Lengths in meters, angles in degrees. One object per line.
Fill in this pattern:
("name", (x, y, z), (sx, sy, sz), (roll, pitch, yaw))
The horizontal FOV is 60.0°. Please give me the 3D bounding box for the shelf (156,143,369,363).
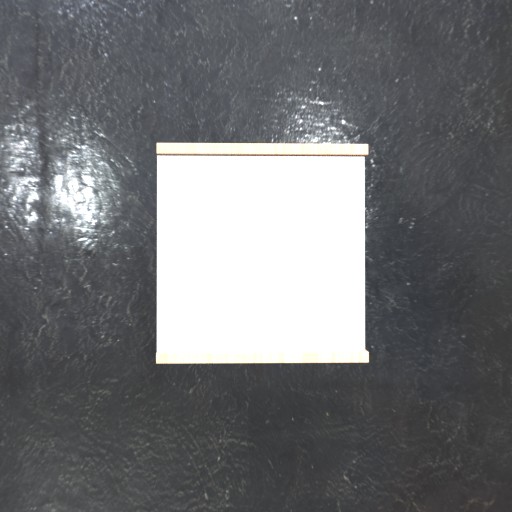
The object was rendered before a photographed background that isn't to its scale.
("shelf", (0.000, 0.000, 1.054), (0.290, 0.900, 0.300), (0, 89, -1))
